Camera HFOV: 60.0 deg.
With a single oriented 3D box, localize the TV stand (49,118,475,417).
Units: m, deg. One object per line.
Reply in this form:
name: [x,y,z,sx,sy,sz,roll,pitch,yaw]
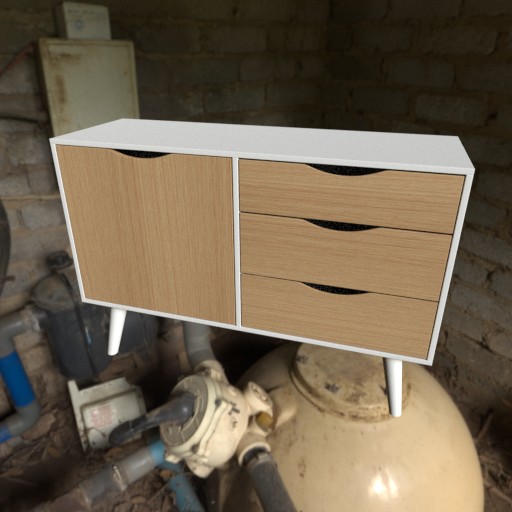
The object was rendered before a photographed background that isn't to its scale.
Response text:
TV stand: [0.000,0.000,1.544,1.193,0.812,0.406,8,27,15]
